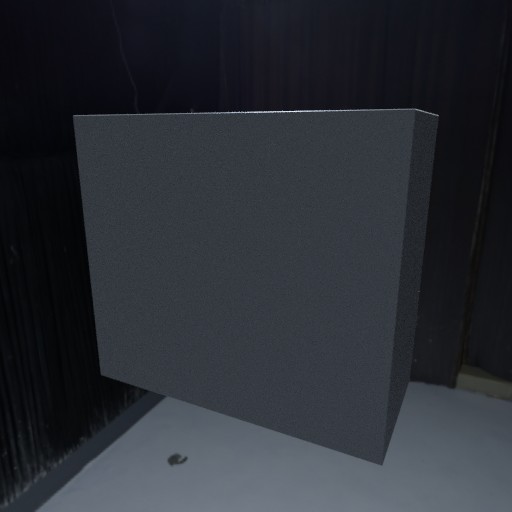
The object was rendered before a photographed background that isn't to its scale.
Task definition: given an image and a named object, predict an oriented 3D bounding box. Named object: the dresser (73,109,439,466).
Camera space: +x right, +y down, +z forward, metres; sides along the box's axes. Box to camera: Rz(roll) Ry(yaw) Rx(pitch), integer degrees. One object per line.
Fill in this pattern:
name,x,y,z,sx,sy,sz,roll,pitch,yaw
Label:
dresser,0.000,0.000,1.226,0.830,0.740,0.420,8,18,26
